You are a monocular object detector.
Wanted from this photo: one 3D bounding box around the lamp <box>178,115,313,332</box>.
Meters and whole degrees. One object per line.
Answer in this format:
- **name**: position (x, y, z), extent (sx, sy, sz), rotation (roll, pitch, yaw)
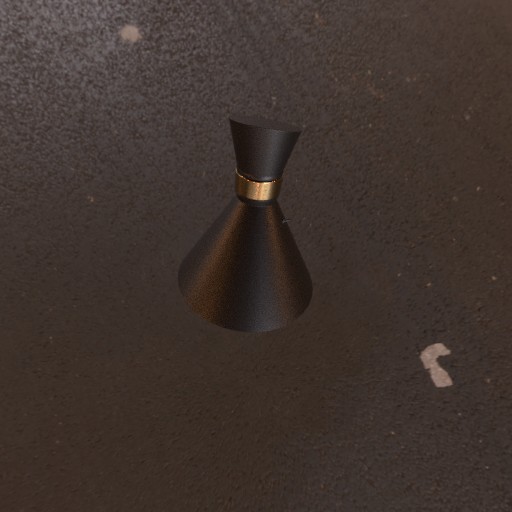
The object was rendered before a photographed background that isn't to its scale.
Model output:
- **lamp**: position (0.000, 0.000, 0.759), extent (0.189, 0.647, 0.292), rotation (11, 75, 3)
